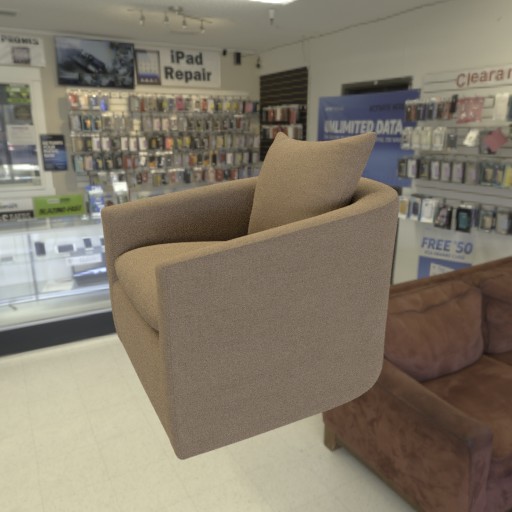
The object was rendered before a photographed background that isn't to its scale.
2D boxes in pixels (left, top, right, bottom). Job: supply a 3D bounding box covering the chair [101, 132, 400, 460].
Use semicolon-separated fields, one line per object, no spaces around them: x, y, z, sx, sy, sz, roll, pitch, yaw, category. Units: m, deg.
0.000;0.000;1.571;0.910;0.848;0.845;-8;18;-26;chair
